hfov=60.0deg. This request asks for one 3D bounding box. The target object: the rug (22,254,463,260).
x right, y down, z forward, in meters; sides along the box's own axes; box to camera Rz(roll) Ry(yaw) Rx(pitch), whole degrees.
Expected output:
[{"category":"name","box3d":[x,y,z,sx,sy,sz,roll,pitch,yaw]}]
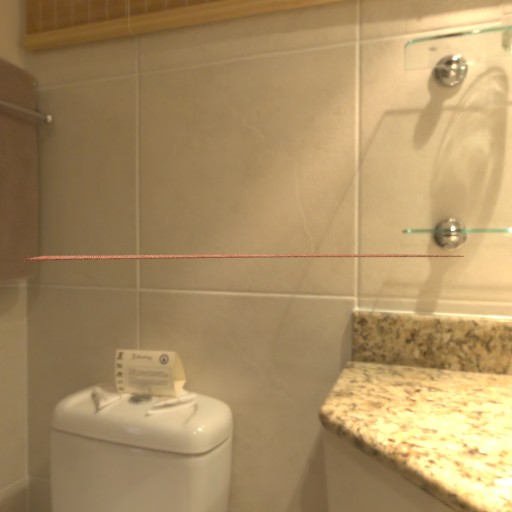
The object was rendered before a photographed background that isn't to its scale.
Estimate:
[{"category":"rug","box3d":[0.000,0.000,2.584,2.353,0.013,0.718,0,1,-18]}]
